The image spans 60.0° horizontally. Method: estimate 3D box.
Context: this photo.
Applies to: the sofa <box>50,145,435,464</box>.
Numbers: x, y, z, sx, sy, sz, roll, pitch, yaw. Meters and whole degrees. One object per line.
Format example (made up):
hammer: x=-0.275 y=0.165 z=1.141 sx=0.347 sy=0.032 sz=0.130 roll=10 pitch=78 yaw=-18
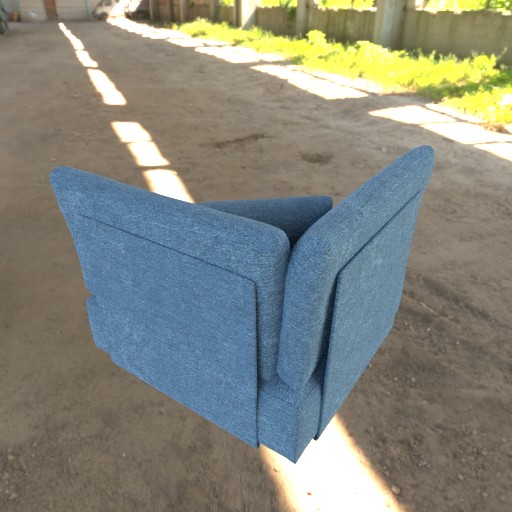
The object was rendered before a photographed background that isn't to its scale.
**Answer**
sofa: x=0.000 y=0.000 z=1.754 sx=1.000 sy=0.820 sz=1.000 roll=19 pitch=35 yaw=29
